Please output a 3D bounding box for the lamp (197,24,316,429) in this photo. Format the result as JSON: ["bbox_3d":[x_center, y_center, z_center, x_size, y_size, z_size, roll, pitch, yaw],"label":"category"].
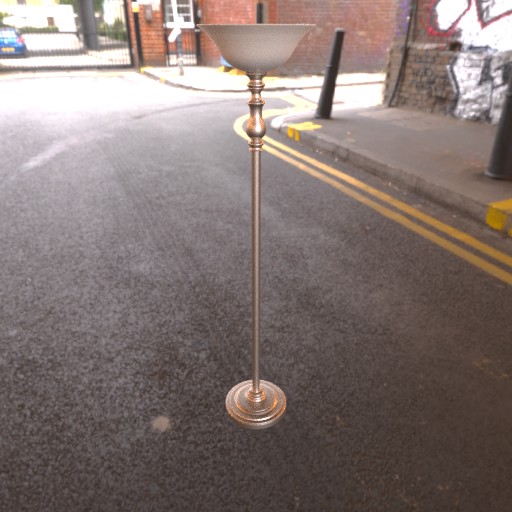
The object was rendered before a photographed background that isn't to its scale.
[{"bbox_3d":[0.000,0.000,1.914,0.405,1.771,0.405,7,28,14],"label":"lamp"}]
